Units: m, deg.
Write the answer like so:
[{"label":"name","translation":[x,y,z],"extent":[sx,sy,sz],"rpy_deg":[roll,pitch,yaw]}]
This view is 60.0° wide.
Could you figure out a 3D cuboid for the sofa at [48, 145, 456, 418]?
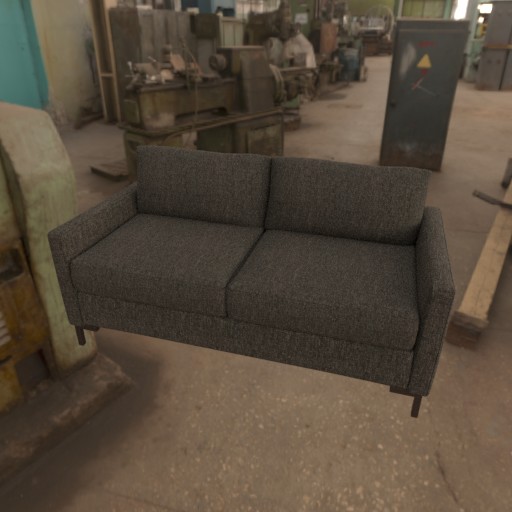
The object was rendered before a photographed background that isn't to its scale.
[{"label":"sofa","translation":[0.000,0.000,2.174],"extent":[1.716,0.862,0.866],"rpy_deg":[8,29,15]}]
